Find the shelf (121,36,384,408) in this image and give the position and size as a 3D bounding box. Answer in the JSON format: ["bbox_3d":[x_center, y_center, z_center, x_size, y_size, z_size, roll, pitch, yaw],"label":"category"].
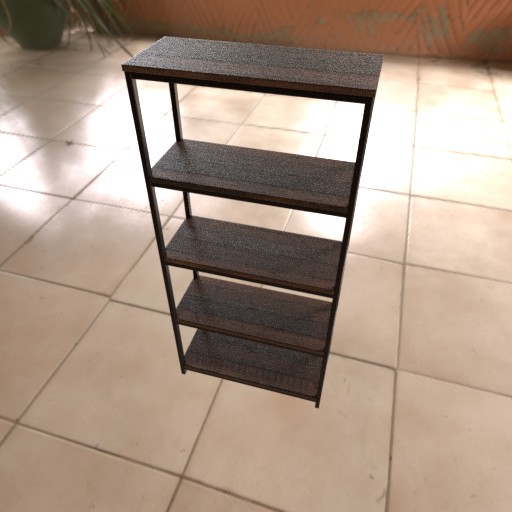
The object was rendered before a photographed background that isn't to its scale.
[{"bbox_3d":[0.000,0.000,2.194,0.874,1.860,0.359,11,42,12],"label":"shelf"}]
